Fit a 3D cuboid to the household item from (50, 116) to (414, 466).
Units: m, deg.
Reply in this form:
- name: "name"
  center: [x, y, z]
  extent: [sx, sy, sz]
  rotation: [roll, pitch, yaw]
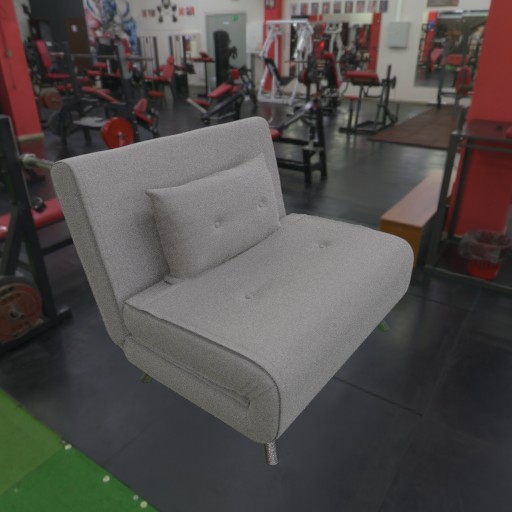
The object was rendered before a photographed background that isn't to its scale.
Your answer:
- name: "household item"
  center: [0.000, 0.000, 1.634]
  extent: [0.874, 0.800, 1.000]
  rotation: [19, 33, 33]
